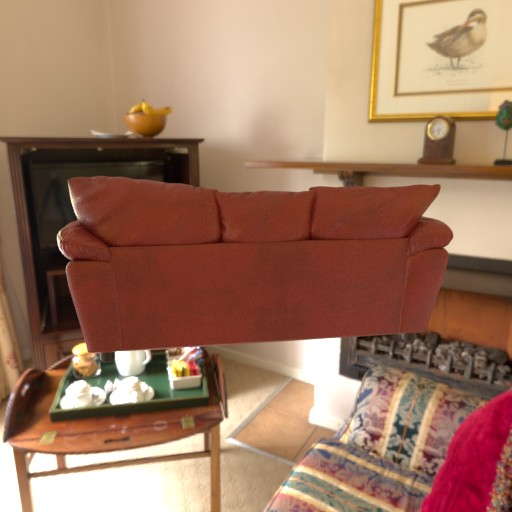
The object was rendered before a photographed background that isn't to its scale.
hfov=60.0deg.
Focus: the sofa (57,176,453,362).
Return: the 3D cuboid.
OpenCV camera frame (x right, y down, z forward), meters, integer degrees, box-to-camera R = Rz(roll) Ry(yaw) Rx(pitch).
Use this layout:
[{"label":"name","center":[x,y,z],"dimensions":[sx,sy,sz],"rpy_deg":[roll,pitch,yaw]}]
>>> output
[{"label":"sofa","center":[0.000,0.000,2.942],"dimensions":[2.390,1.091,0.907],"rpy_deg":[-2,14,-8]}]
